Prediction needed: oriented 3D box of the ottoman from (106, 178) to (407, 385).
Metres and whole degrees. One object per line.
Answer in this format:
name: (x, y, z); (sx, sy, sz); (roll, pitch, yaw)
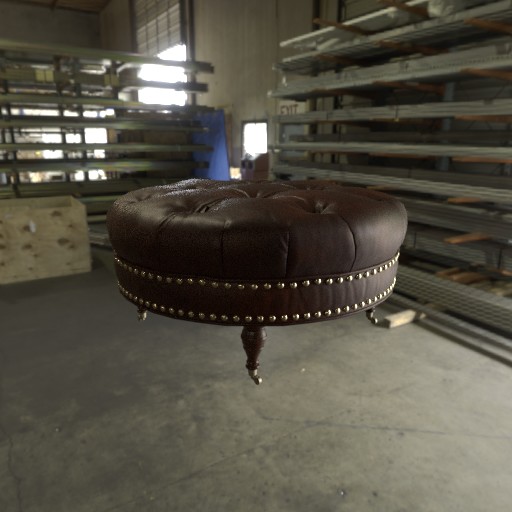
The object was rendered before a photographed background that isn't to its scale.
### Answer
ottoman: (0.000, 0.000, 1.400); (0.901, 0.455, 0.901); (0, 15, 0)
